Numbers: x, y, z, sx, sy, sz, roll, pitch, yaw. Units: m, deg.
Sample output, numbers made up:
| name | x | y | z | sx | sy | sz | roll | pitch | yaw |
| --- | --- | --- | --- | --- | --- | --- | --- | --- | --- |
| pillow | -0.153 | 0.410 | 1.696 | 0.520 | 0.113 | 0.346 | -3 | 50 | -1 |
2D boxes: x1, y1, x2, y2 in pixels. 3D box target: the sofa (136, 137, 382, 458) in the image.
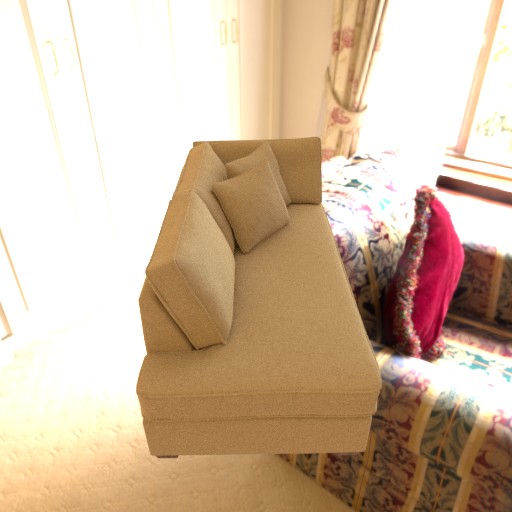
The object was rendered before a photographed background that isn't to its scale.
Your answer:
| name | x | y | z | sx | sy | sz | roll | pitch | yaw |
| --- | --- | --- | --- | --- | --- | --- | --- | --- | --- |
| sofa | 0.000 | 0.000 | 2.841 | 1.110 | 1.033 | 2.237 | 0 | 32 | -1 |
